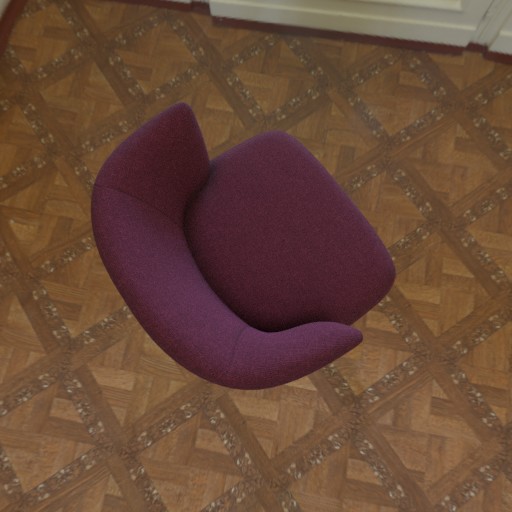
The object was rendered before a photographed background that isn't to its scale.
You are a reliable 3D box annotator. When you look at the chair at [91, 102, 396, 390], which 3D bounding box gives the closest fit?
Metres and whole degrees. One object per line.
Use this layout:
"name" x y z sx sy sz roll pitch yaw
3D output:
"chair" 0.000 0.000 1.307 0.660 0.760 0.700 -34 78 -8
